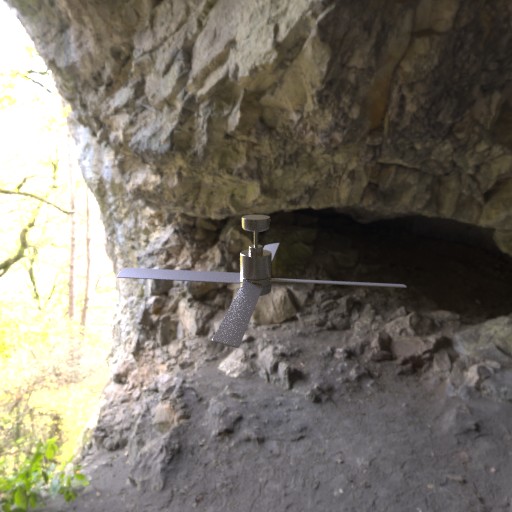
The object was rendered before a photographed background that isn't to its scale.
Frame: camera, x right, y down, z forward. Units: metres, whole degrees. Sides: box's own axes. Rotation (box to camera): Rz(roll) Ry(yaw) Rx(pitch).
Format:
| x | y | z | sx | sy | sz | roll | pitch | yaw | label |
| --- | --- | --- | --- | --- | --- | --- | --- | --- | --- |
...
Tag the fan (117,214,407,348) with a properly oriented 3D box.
| x | y | z | sx | sy | sz | roll | pitch | yaw | label |
| --- | --- | --- | --- | --- | --- | --- | --- | --- | --- |
| 0.000 | 0.000 | 2.000 | 1.322 | 0.355 | 1.322 | 2 | 16 | 8 | fan |
